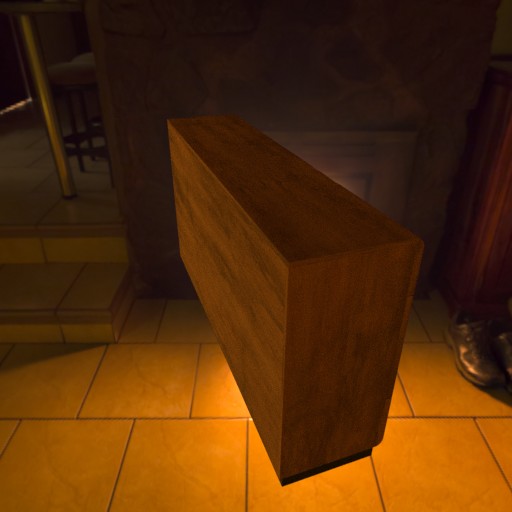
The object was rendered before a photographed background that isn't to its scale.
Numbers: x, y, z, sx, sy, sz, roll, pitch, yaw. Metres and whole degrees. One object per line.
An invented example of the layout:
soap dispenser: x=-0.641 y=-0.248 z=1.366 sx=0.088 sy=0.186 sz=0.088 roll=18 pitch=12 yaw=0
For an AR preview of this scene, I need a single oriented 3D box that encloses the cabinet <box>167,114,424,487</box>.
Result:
cabinet: x=0.000 y=0.000 z=1.988 sx=0.420 sy=0.900 sz=1.600 roll=-10 pitch=31 yaw=-17
